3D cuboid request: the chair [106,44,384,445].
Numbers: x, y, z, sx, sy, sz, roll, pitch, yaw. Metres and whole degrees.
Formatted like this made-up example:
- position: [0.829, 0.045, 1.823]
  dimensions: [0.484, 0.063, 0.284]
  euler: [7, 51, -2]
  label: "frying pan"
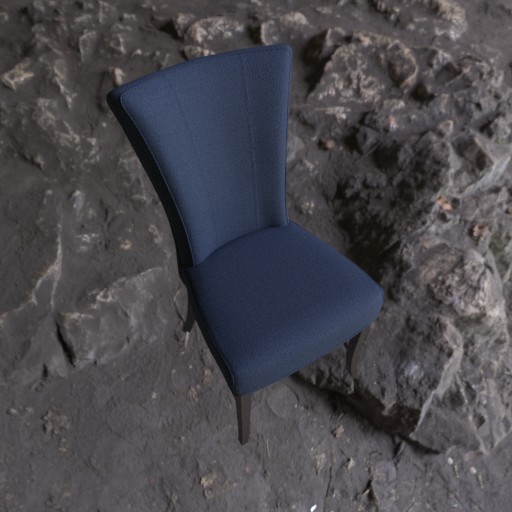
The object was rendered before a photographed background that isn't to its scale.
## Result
- position: [0.000, 0.000, 1.342]
  dimensions: [0.520, 0.991, 0.660]
  euler: [-25, 53, -21]
  label: "chair"
